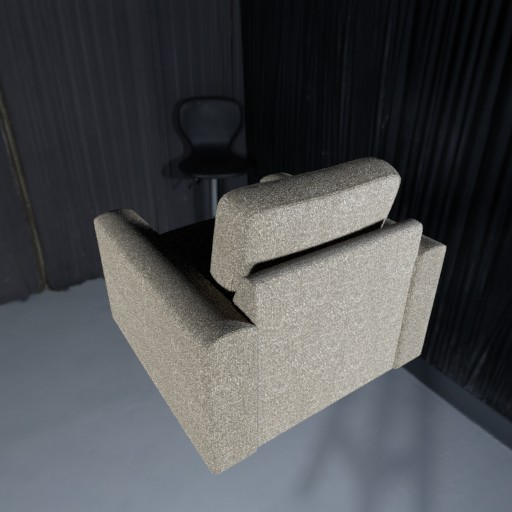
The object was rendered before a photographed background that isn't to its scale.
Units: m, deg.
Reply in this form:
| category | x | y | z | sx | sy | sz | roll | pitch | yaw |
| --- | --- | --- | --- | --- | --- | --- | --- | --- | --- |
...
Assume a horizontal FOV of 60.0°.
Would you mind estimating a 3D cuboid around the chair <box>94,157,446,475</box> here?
| category | x | y | z | sx | sy | sz | roll | pitch | yaw |
| --- | --- | --- | --- | --- | --- | --- | --- | --- | --- |
| chair | 0.000 | 0.000 | 1.791 | 1.005 | 0.873 | 1.016 | -18 | 35 | -29 |
